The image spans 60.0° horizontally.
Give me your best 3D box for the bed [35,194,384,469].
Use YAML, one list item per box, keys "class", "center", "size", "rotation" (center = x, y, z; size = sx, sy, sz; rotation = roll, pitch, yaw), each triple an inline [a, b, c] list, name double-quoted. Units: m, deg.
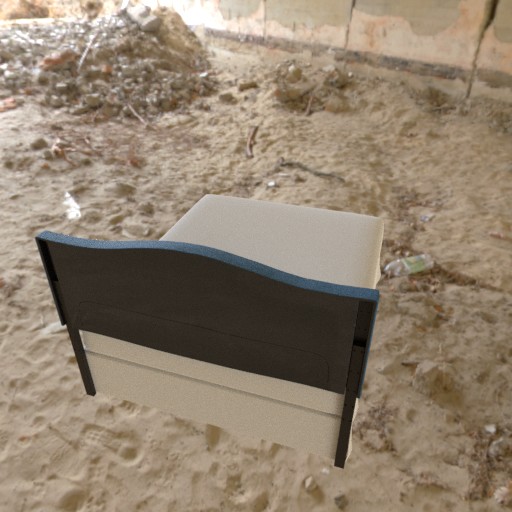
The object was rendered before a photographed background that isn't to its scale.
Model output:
- class: "bed"
  center: [0.000, 0.000, 2.887]
  size: [1.610, 1.169, 1.872]
  rotation: [10, 33, 15]
